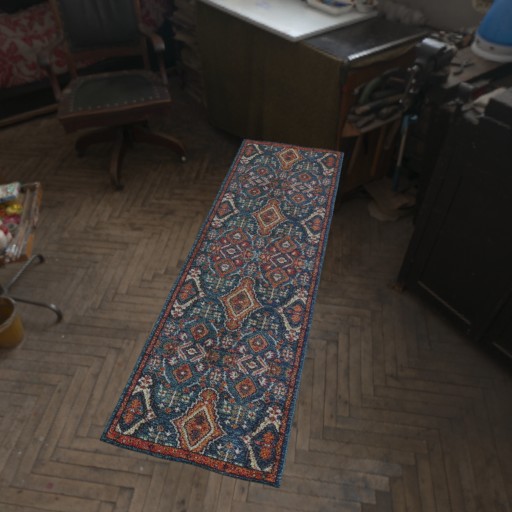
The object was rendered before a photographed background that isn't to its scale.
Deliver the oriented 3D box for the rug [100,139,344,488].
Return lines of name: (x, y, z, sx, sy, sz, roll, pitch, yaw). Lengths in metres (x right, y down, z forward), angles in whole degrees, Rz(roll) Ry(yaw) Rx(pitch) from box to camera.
rug: (0.000, 0.000, 2.662, 0.801, 0.010, 2.459, 10, 48, 9)
